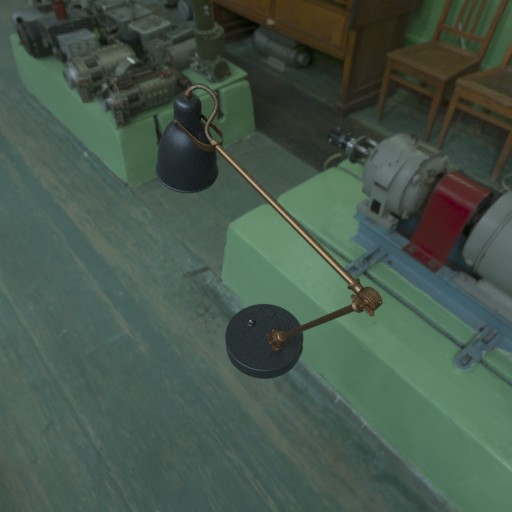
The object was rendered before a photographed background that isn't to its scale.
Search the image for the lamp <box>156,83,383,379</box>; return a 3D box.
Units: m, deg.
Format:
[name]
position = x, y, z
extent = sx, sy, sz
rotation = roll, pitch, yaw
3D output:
[lamp]
position = 0.000, 0.000, 0.885
extent = 0.187, 0.587, 0.561
rotation = -33, 55, -27
